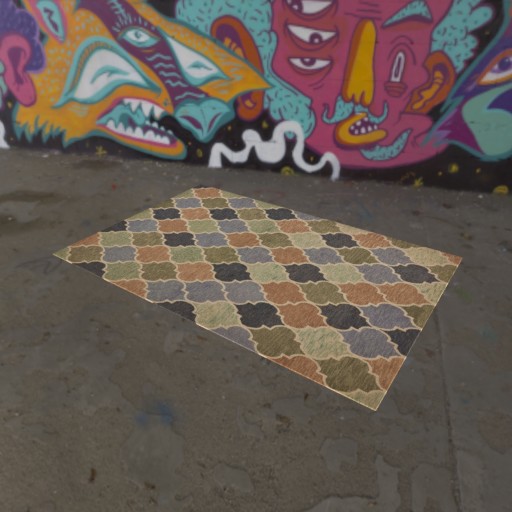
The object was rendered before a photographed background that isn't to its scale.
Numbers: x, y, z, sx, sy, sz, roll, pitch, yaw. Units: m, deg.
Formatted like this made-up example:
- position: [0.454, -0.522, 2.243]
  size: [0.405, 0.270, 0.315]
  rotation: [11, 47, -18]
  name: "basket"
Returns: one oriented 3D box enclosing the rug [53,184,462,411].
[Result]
- position: [0.000, 0.000, 2.376]
  size: [1.828, 0.006, 1.216]
  rotation: [20, 36, 29]
  name: "rug"
